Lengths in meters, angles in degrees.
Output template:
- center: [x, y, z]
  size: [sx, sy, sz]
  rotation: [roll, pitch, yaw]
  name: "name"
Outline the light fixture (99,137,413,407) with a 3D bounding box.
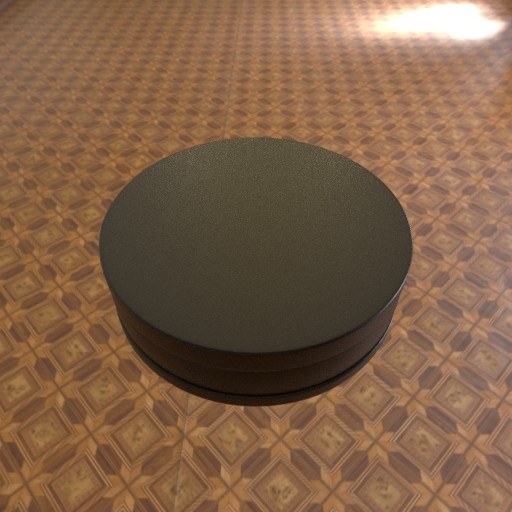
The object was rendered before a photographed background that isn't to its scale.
- center: [0.000, 0.000, 0.440]
  size: [0.283, 0.097, 0.283]
  rotation: [0, 47, 0]
  name: "light fixture"
